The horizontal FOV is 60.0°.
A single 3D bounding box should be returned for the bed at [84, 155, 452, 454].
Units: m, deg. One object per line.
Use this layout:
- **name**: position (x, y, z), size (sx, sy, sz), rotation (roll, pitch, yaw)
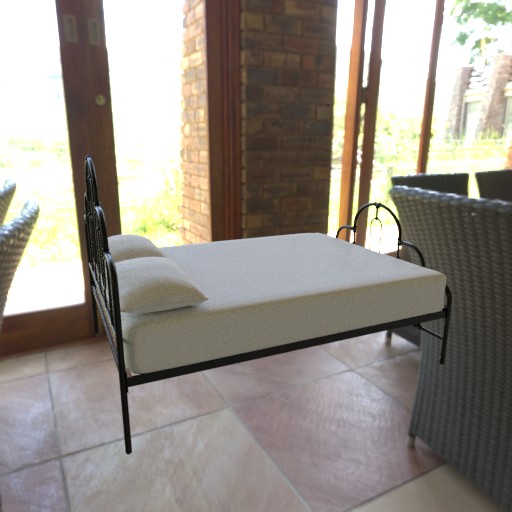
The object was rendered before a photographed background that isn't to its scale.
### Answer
- **bed**: position (0.000, 0.000, 3.192), size (2.181, 1.444, 1.626), rotation (-7, 16, -24)
